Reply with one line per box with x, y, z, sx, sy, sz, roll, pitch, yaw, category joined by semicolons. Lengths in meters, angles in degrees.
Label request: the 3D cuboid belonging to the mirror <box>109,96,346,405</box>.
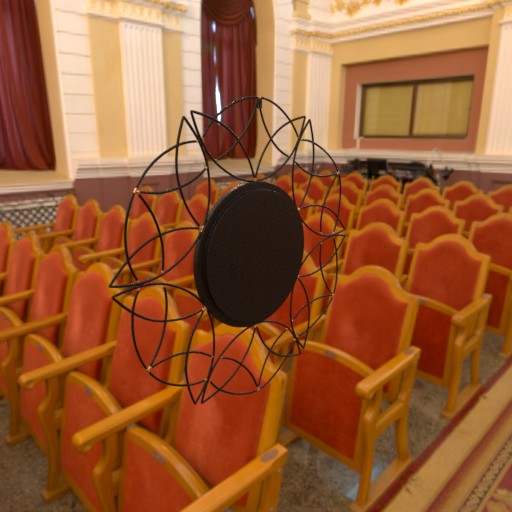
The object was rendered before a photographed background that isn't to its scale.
0.000;0.000;1.138;0.797;0.775;0.028;-14;20;-42;mirror
